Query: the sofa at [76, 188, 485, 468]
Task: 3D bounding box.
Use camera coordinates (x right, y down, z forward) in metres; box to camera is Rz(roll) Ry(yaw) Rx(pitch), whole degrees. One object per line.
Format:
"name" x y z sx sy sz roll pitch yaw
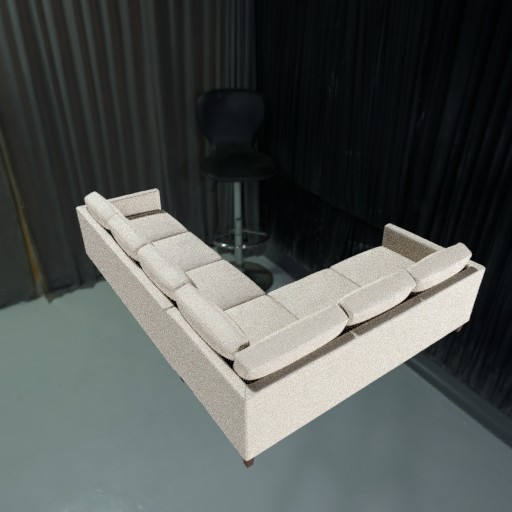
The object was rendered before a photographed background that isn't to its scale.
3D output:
"sofa" 0.000 0.000 4.296 2.432 0.863 3.182 -20 36 -30
